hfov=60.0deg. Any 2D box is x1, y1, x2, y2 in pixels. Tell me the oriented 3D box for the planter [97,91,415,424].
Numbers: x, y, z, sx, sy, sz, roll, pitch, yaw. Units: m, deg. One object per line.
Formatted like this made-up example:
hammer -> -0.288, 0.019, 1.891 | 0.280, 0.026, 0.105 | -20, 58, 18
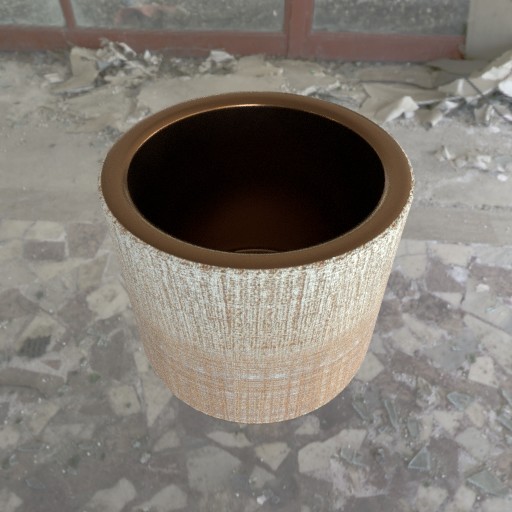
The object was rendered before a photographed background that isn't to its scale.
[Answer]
planter -> 0.000, 0.000, 0.187 | 0.109, 0.096, 0.109 | 0, 45, 0
